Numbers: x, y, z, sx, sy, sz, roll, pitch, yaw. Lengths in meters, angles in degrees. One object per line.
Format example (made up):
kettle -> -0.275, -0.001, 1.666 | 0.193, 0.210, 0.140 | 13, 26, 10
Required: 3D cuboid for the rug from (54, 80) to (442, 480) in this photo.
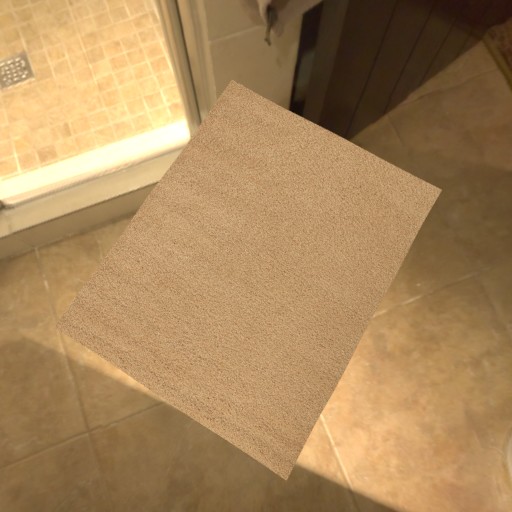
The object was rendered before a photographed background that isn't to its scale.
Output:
rug -> 0.000, 0.000, 4.129 | 2.400, 0.026, 3.000 | 30, 77, 8
